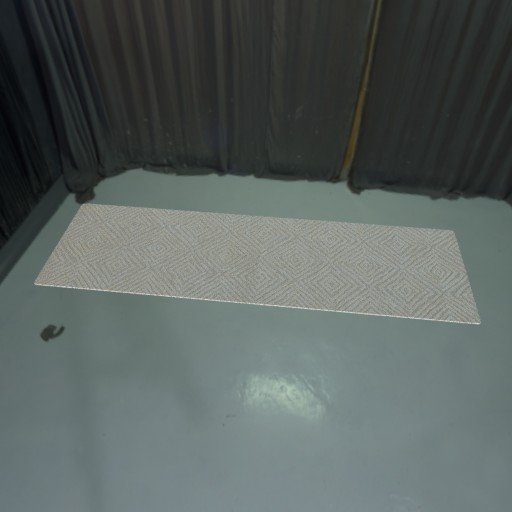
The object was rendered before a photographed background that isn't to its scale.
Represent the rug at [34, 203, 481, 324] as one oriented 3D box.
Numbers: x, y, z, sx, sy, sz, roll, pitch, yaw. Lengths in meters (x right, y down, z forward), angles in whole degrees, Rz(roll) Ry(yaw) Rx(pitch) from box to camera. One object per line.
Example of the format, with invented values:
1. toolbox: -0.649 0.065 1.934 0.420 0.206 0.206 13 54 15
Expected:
1. rug: 0.000 0.000 2.476 2.277 0.008 0.676 5 46 5
